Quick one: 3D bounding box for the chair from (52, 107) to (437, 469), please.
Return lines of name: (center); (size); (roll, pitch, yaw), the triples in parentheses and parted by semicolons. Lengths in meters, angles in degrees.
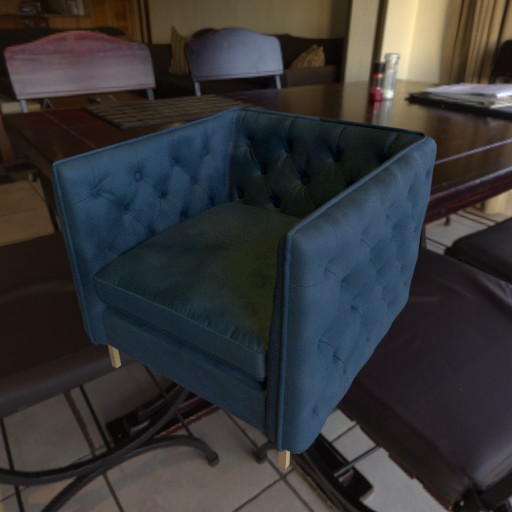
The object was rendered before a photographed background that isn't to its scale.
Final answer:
chair: (0.000, 0.000, 1.490); (0.868, 0.771, 0.877); (18, 34, 30)
